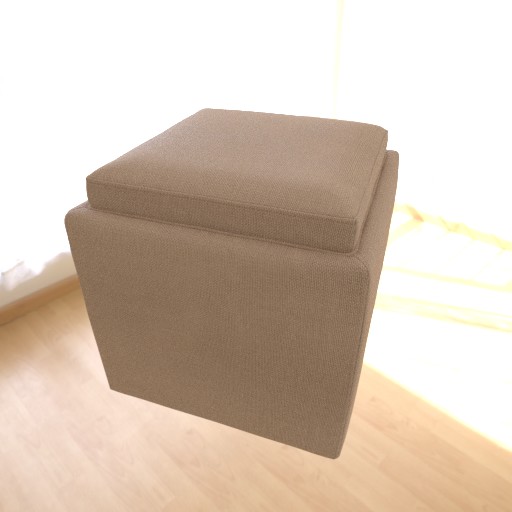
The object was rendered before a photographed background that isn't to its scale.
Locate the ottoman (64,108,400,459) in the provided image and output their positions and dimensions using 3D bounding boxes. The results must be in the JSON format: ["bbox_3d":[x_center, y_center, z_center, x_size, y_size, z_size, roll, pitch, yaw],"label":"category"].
[{"bbox_3d":[0.000,0.000,0.825,0.451,0.460,0.450,11,34,16],"label":"ottoman"}]
